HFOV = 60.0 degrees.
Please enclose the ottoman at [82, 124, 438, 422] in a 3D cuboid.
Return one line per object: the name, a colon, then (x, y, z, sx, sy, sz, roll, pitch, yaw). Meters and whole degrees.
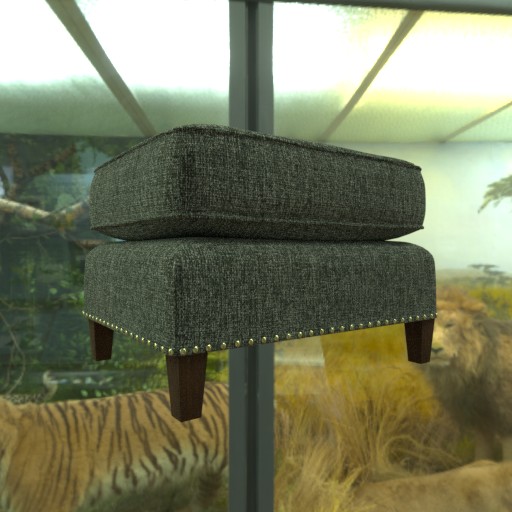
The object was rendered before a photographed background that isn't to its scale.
ottoman: (0.000, 0.000, 1.147, 0.738, 0.537, 0.589, 0, 1, -35)
